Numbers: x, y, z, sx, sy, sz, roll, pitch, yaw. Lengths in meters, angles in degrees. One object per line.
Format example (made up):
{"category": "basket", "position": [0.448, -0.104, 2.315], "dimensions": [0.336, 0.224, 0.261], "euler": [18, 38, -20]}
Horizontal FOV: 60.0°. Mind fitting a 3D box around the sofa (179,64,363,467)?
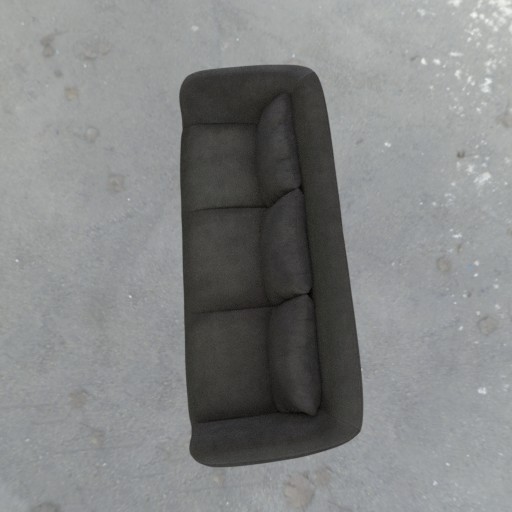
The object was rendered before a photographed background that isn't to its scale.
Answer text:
{"category": "sofa", "position": [0.000, 0.000, 2.770], "dimensions": [0.956, 0.875, 2.296], "euler": [-4, 75, -1]}
